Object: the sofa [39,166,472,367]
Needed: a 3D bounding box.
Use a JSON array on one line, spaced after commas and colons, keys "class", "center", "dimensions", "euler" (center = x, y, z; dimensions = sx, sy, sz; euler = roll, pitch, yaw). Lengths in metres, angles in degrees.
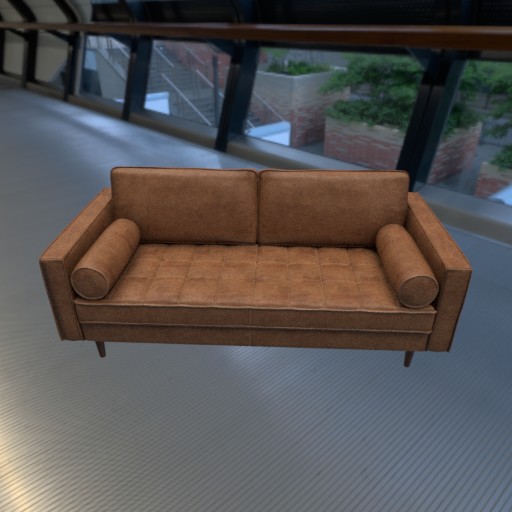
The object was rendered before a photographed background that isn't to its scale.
[{"class": "sofa", "center": [0.000, 0.000, 2.402], "dimensions": [1.920, 0.825, 0.924], "euler": [1, 29, 2]}]
